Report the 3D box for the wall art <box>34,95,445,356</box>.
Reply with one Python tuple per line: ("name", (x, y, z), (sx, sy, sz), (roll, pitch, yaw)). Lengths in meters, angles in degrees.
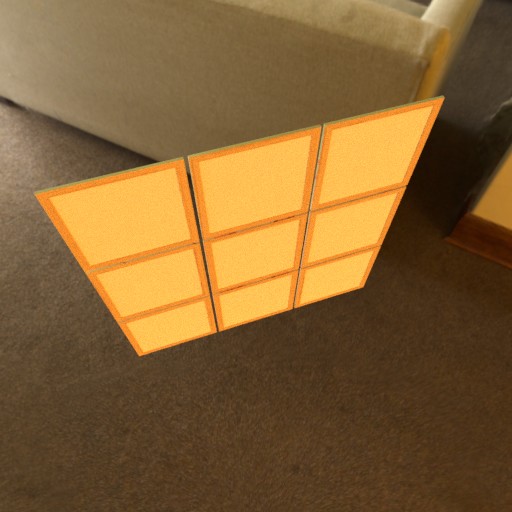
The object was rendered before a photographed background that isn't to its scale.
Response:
("wall art", (0.000, 0.000, 2.211), (1.517, 1.523, 0.013), (-16, 59, -10))
